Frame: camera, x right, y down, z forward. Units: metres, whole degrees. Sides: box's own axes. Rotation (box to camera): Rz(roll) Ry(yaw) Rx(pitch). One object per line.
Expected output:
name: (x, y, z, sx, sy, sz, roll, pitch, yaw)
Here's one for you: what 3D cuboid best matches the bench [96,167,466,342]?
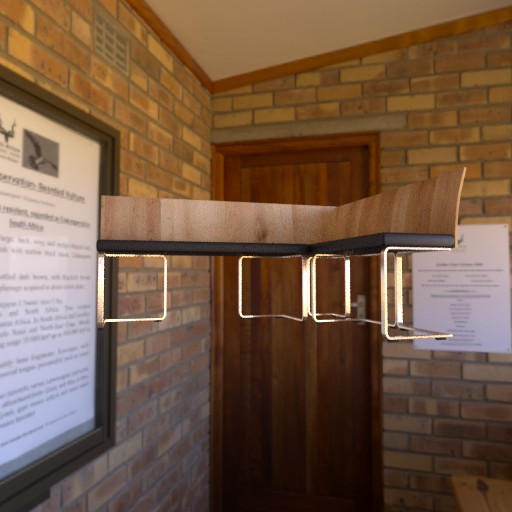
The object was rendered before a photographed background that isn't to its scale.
bench: (0.000, 0.000, 2.830, 1.945, 0.930, 1.495, 1, -2, -17)
